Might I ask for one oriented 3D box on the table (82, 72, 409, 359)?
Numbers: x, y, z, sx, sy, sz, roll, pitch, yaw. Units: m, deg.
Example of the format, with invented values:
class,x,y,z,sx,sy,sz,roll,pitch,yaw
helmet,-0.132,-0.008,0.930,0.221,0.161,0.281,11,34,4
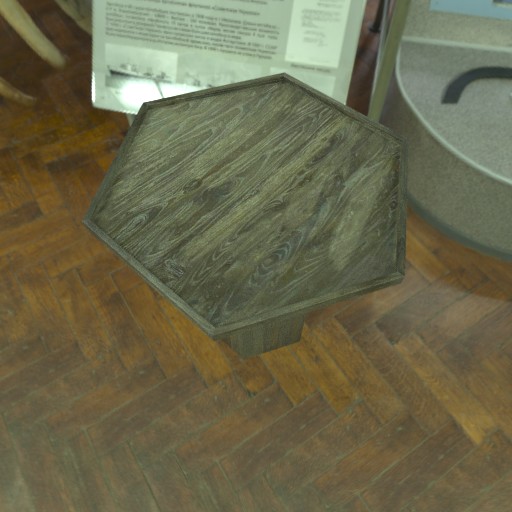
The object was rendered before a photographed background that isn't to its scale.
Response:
class,x,y,z,sx,sy,sz,roll,pitch,yaw
table,0.000,0.000,1.130,0.683,0.586,0.592,-16,59,-10
